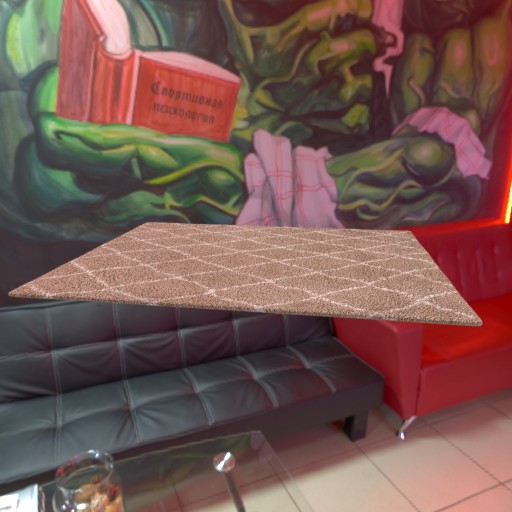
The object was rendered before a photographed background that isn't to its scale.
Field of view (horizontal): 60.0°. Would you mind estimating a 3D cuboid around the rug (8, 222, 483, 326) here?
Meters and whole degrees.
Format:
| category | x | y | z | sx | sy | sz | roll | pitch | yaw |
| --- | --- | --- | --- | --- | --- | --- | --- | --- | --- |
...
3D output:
| category | x | y | z | sx | sy | sz | roll | pitch | yaw |
| --- | --- | --- | --- | --- | --- | --- | --- | --- | --- |
| rug | 0.000 | 0.000 | 3.933 | 3.047 | 0.029 | 2.438 | 3 | 16 | 9 |
